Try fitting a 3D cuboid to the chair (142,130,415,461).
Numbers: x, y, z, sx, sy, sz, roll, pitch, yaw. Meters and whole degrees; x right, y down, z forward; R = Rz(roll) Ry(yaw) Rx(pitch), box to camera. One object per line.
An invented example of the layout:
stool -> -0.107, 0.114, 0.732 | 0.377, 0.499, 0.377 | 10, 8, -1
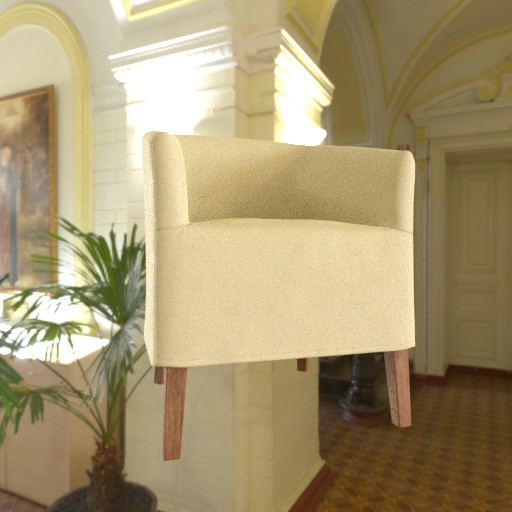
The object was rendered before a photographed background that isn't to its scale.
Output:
chair -> 0.000, 0.000, 1.280 | 0.643, 0.822, 0.657 | 0, 1, -18
